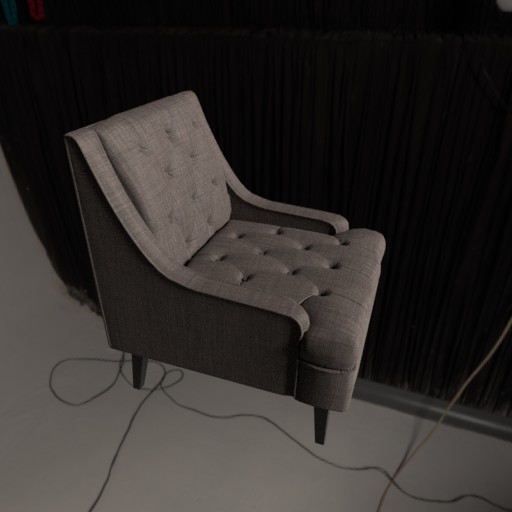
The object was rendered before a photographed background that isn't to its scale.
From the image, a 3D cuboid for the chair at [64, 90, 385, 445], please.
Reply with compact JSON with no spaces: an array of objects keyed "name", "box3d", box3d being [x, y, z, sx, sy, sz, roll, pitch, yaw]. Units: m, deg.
[{"name":"chair","box3d":[0.000,0.000,1.424,0.771,0.891,0.655,10,32,17]}]
